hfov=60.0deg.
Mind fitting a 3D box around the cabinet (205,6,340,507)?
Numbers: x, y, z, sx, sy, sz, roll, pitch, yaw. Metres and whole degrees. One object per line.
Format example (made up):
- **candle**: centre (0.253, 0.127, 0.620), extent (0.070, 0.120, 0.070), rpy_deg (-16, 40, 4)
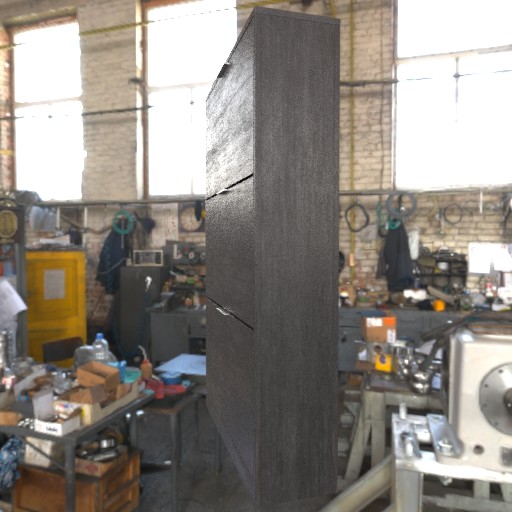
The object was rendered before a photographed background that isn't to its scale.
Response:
- **cabinet**: centre (0.000, 0.000, 1.521), extent (0.250, 1.280, 0.750), rpy_deg (-1, 2, -16)
